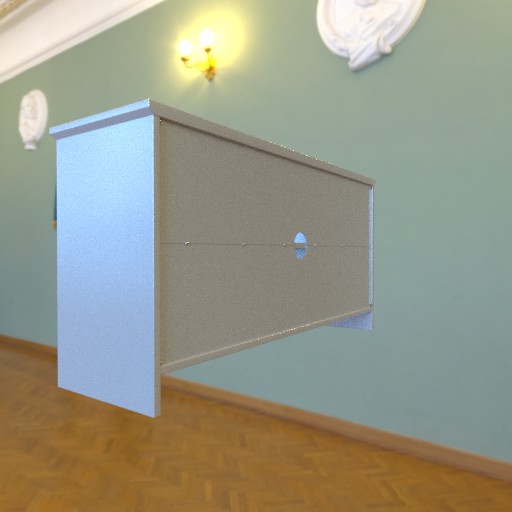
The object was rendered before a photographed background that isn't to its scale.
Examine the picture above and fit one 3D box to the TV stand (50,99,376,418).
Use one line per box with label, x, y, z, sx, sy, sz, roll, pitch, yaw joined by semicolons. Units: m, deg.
TV stand;0.000;0.000;1.405;0.344;0.603;1.167;1;1;36
